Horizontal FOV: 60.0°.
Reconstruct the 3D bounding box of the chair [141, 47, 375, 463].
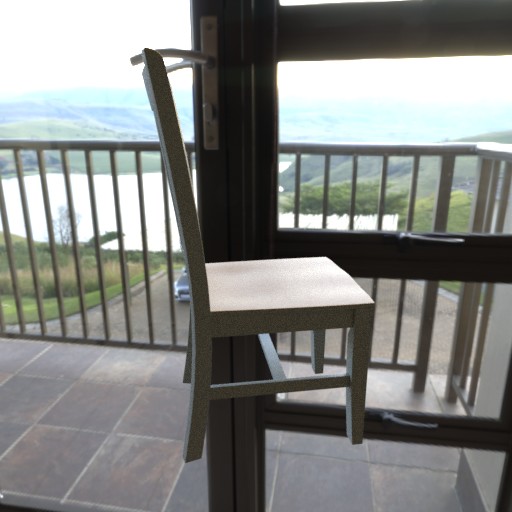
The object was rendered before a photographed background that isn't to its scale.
[{"bbox_3d":[0.000,0.000,1.247,0.555,0.998,0.450,-3,17,-9],"label":"chair"}]
